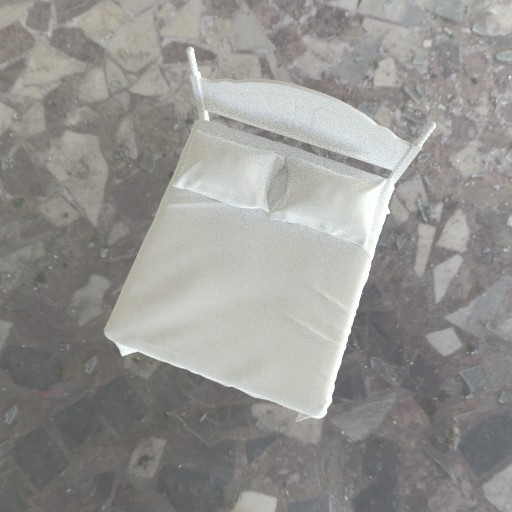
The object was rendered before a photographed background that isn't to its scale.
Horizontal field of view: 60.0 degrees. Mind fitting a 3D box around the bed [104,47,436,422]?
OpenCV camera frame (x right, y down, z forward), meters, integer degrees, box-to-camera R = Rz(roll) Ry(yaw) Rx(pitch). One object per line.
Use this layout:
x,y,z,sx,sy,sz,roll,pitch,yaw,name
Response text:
0.000,0.000,3.195,1.873,1.356,2.040,19,77,5,bed
